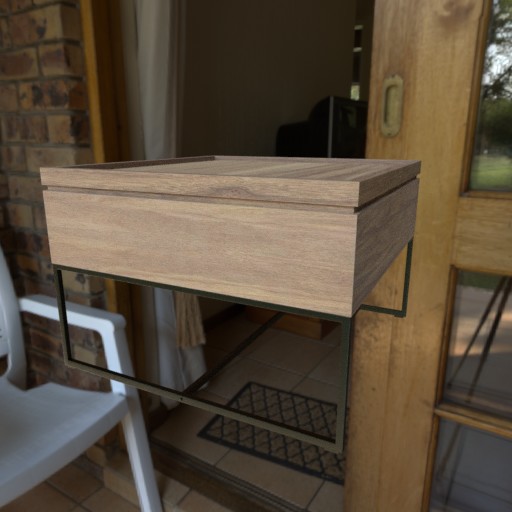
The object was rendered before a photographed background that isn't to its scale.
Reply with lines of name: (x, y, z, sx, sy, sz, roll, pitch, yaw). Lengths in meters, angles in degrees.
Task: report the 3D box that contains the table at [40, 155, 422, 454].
table: (0.000, 0.000, 1.134, 0.676, 0.464, 0.679, 8, 17, 26)
